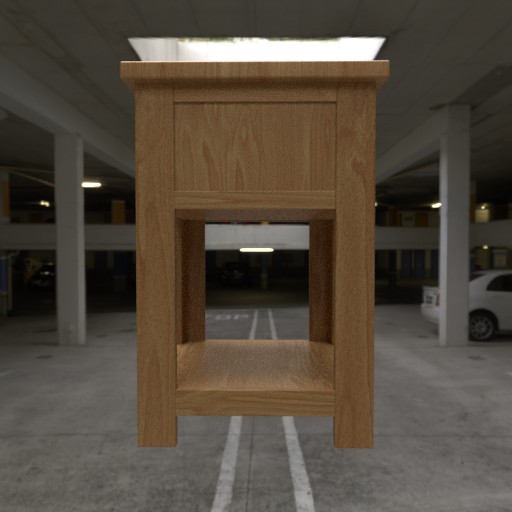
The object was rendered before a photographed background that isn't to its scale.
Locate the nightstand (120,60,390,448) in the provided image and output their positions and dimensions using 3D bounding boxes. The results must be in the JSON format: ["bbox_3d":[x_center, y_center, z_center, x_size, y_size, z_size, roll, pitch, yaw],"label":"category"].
[{"bbox_3d":[0.000,0.000,0.905,0.418,0.614,0.428,0,1,1],"label":"nightstand"}]
